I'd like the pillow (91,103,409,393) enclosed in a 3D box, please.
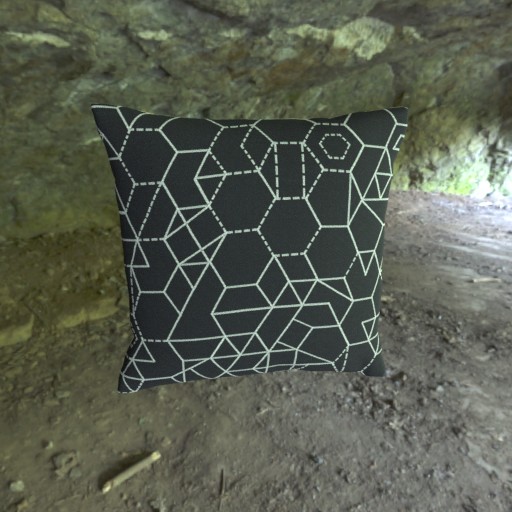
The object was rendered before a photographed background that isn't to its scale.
[{"bbox_3d":[0.000,0.000,0.784,0.517,0.508,0.158,-2,16,-7],"label":"pillow"}]
